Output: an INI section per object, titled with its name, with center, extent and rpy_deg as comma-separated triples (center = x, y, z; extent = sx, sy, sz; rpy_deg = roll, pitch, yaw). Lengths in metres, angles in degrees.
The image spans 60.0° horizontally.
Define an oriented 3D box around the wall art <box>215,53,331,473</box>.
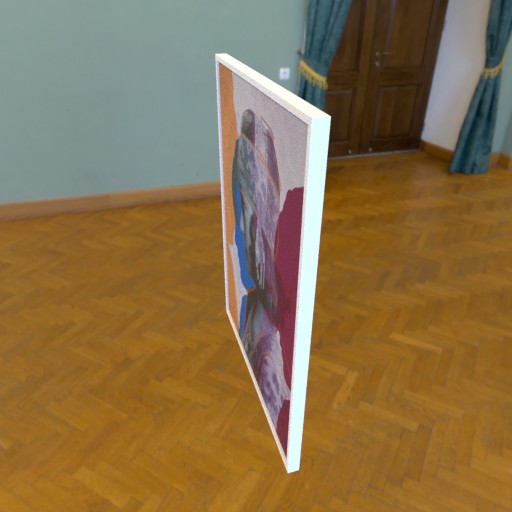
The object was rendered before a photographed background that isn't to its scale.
[wall art]
center = 0.000, 0.000, 1.374
extent = 0.039, 1.050, 0.795
rpy_deg = -9, 33, -14
